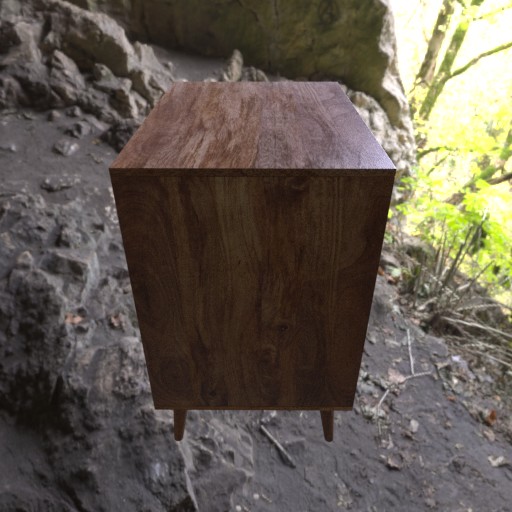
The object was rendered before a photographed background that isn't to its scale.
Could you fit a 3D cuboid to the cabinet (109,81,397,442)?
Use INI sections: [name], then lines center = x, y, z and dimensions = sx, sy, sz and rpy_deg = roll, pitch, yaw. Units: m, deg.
[cabinet]
center = 0.000, 0.000, 1.191
dimensions = 0.473, 0.758, 0.647
rpy_deg = 0, 33, 0
